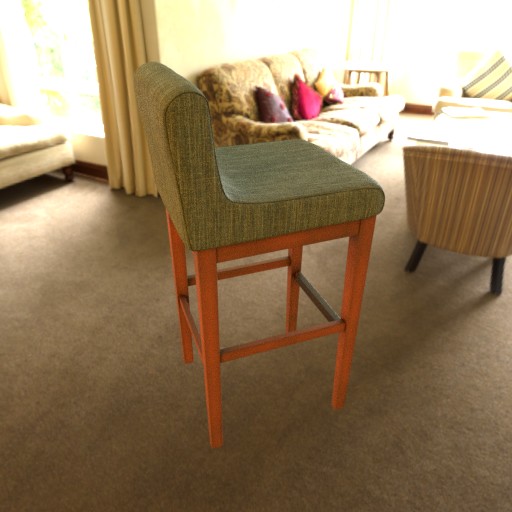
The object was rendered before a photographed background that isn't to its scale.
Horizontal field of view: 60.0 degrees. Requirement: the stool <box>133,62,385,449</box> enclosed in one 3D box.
[{"bbox_3d":[0.000,0.000,1.216,0.499,0.965,0.426,-10,32,-17],"label":"stool"}]
